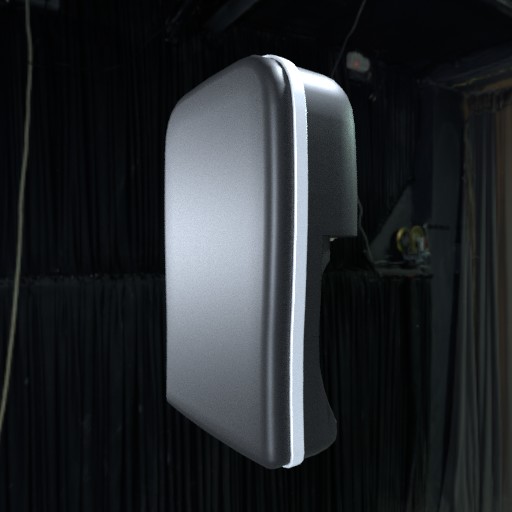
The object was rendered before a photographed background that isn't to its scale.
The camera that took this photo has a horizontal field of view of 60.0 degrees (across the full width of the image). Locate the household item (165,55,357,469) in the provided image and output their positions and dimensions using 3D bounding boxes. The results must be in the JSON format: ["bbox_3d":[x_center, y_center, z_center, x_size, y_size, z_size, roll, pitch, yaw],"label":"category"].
[{"bbox_3d":[0.000,0.000,0.149,0.038,0.114,0.070,0,1,-35],"label":"household item"}]
